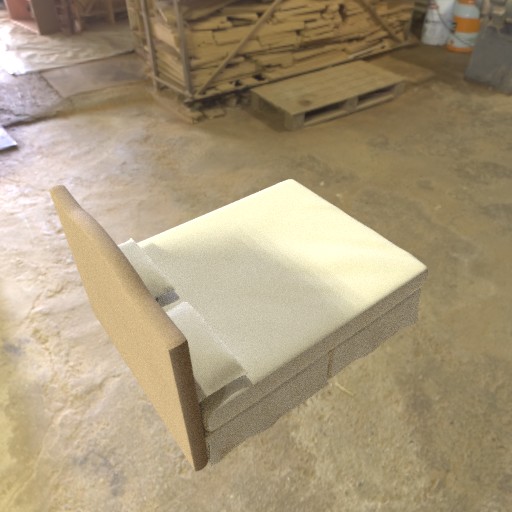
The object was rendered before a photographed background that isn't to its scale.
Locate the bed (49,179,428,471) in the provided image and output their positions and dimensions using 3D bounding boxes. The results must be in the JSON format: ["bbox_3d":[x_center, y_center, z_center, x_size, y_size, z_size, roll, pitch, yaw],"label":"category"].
[{"bbox_3d":[0.000,0.000,3.456,2.282,1.436,1.821,-27,48,-27],"label":"bed"}]
